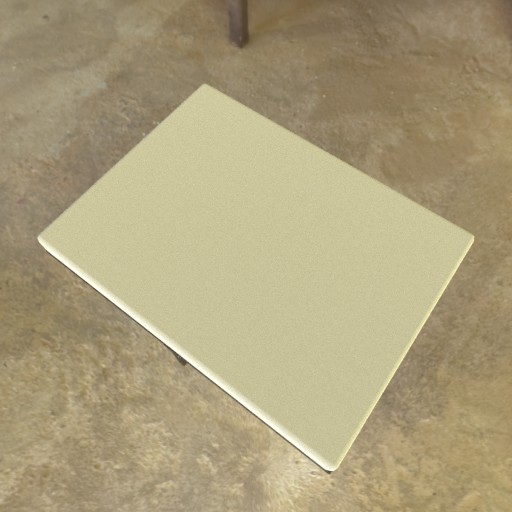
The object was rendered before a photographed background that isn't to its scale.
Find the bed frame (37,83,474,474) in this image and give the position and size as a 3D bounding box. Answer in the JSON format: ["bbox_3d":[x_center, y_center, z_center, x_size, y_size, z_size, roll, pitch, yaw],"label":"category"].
[{"bbox_3d":[0.000,0.000,3.565,2.635,0.680,1.990,34,69,15],"label":"bed frame"}]
